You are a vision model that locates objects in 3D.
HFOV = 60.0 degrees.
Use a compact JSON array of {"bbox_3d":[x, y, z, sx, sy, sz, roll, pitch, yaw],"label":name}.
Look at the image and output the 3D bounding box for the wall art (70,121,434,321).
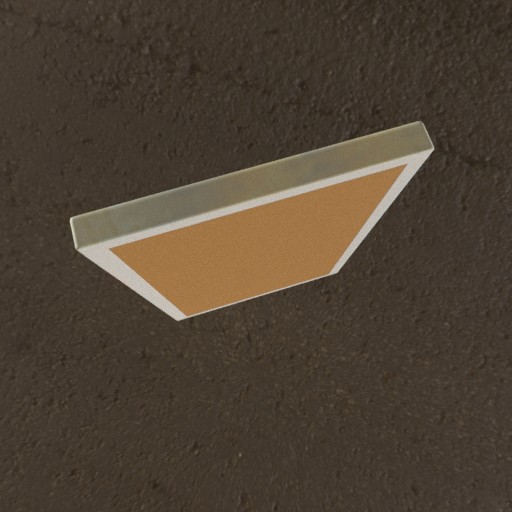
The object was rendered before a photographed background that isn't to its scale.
[{"bbox_3d":[0.000,0.000,0.770,0.401,0.610,0.038,-16,75,-4],"label":"wall art"}]
